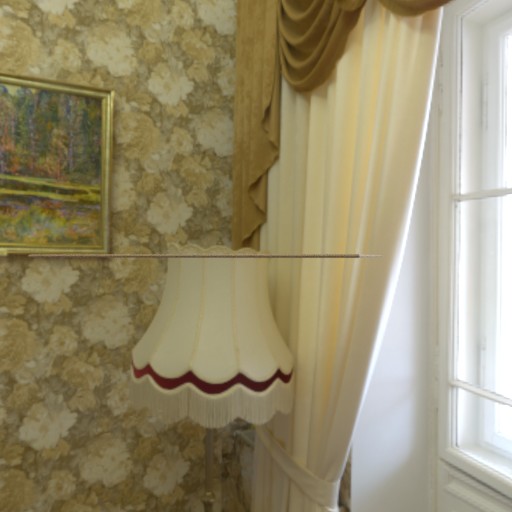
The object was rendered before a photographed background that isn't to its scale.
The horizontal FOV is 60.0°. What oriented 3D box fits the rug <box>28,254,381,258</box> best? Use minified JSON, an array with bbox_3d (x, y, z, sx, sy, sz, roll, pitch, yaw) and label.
[{"bbox_3d":[0.000,0.000,2.934,1.528,0.014,2.294,0,0,18],"label":"rug"}]
